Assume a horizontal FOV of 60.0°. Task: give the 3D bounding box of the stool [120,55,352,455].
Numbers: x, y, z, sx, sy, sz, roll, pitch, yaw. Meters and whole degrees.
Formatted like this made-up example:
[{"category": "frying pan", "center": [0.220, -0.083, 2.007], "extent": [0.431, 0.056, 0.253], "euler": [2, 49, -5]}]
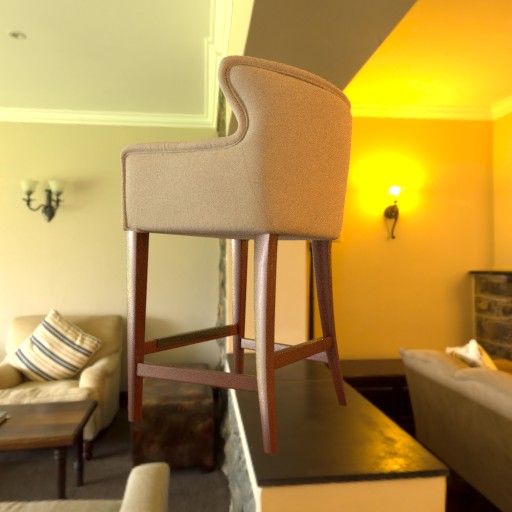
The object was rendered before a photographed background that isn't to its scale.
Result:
[{"category": "stool", "center": [0.000, 0.000, 1.353], "extent": [0.570, 0.951, 0.601], "euler": [-1, -1, 34]}]
